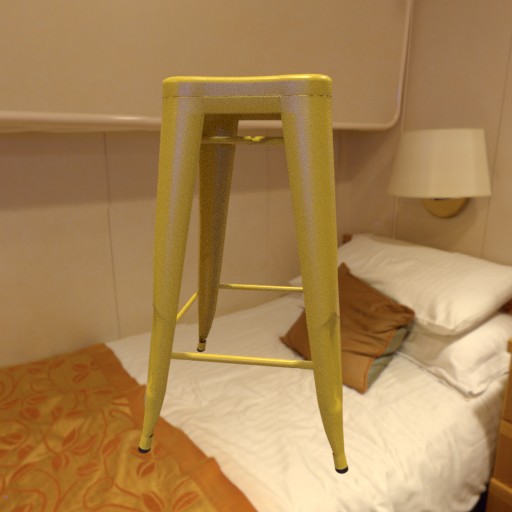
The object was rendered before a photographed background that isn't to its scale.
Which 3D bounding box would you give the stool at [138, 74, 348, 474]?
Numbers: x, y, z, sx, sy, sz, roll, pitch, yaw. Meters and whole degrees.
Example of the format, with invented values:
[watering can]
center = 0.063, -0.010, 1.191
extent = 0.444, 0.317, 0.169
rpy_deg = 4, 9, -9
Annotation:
[stool]
center = 0.000, 0.000, 0.843
extent = 0.359, 0.609, 0.399
rpy_deg = 2, 15, 8
